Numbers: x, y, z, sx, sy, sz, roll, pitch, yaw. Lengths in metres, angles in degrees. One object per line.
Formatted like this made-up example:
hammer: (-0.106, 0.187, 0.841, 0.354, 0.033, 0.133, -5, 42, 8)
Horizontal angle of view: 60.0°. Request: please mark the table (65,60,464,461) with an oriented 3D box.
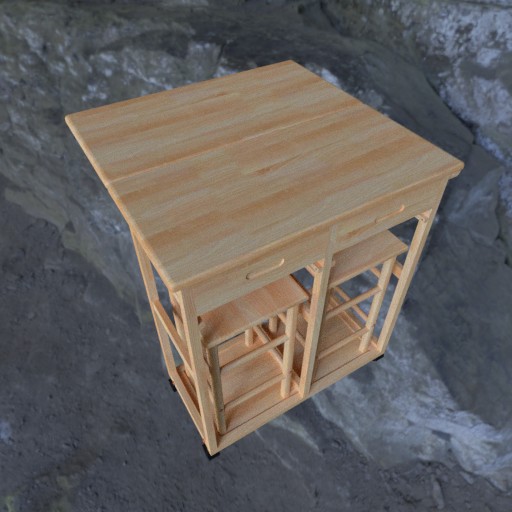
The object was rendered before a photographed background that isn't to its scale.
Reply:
table: (0.000, 0.000, 1.374, 0.752, 0.832, 0.693, -23, 49, -21)
